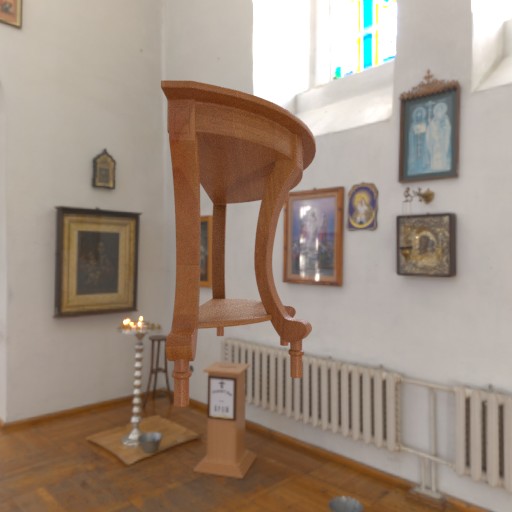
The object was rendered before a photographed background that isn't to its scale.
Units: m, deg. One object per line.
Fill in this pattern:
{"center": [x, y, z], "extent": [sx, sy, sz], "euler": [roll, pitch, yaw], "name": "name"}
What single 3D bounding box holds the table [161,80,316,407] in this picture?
{"center": [0.000, 0.000, 1.508], "extent": [0.394, 0.692, 1.198], "euler": [0, -2, 0], "name": "table"}
